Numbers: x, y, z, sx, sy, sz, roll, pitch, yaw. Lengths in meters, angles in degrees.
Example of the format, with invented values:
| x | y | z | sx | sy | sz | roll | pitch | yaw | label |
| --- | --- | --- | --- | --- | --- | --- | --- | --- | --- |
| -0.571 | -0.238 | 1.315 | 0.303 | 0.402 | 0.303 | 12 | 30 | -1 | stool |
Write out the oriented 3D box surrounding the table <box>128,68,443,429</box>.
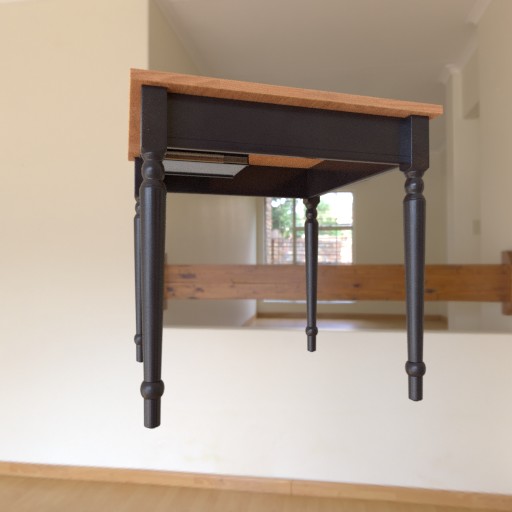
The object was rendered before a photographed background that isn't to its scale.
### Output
| x | y | z | sx | sy | sz | roll | pitch | yaw | label |
| --- | --- | --- | --- | --- | --- | --- | --- | --- | --- |
| 0.000 | 0.000 | 1.344 | 0.747 | 0.738 | 0.747 | 0 | -1 | -16 | table |
